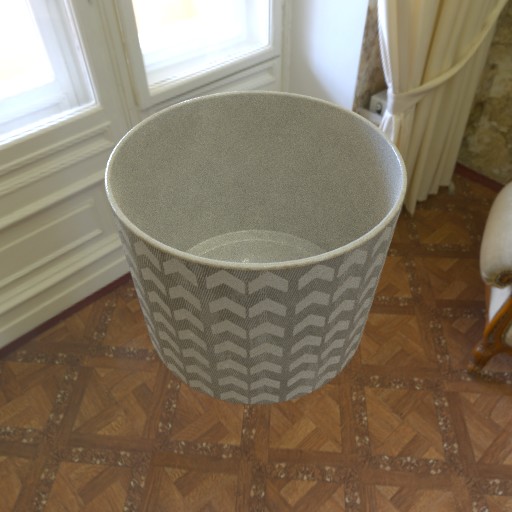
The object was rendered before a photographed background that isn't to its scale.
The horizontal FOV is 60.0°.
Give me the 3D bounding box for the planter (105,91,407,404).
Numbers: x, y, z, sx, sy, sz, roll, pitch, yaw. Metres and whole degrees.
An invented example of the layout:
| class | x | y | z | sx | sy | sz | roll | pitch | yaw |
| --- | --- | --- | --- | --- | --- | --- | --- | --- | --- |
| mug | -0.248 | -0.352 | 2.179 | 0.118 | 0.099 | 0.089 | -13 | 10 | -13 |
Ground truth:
| class | x | y | z | sx | sy | sz | roll | pitch | yaw |
| --- | --- | --- | --- | --- | --- | --- | --- | --- | --- |
| planter | 0.000 | 0.000 | 0.461 | 0.250 | 0.239 | 0.250 | 0 | 46 | 0 |
